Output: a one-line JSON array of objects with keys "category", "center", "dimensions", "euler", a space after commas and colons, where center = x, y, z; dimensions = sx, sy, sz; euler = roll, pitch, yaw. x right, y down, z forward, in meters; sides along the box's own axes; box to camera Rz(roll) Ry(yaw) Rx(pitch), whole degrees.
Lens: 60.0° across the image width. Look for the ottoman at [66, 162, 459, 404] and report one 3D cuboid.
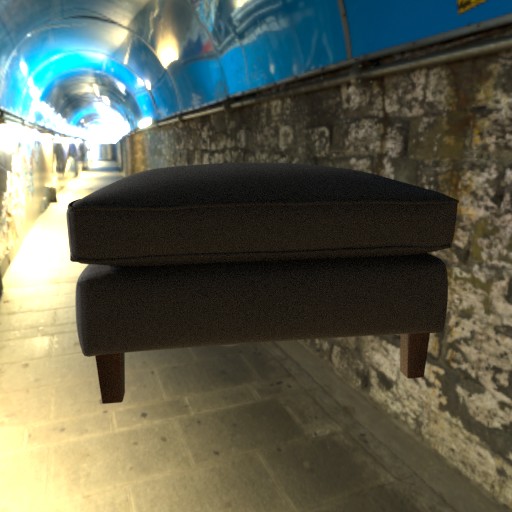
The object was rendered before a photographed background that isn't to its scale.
[{"category": "ottoman", "center": [0.000, 0.000, 0.985], "dimensions": [0.686, 0.406, 0.508], "euler": [-2, 14, -9]}]
